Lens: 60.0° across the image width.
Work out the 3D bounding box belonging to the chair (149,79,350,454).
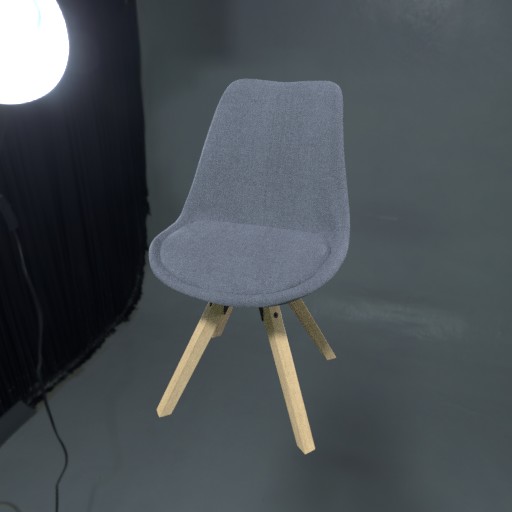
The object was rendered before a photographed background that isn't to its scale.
[{"bbox_3d":[0.000,0.000,1.198,0.485,0.850,0.550,8,27,15],"label":"chair"}]
